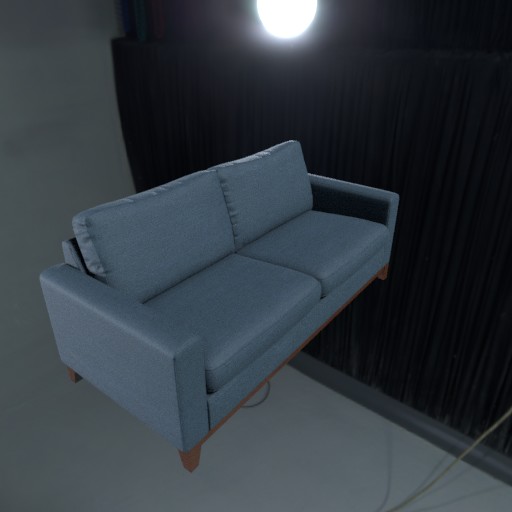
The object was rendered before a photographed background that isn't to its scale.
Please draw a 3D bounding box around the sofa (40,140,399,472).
[{"bbox_3d":[0.000,0.000,2.382,0.877,0.865,1.900,20,34,33],"label":"sofa"}]
